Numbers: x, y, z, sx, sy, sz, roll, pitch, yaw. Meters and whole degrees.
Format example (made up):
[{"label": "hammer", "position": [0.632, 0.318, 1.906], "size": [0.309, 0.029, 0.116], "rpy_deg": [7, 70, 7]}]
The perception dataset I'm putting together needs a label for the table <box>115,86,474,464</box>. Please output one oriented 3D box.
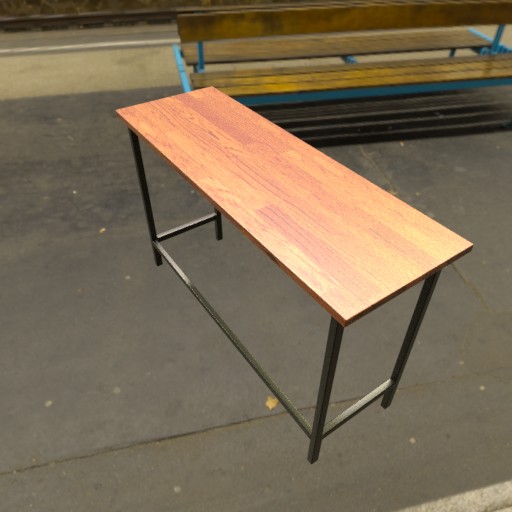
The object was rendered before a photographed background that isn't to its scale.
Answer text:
[{"label": "table", "position": [0.000, 0.000, 1.564], "size": [0.408, 0.740, 1.204], "rpy_deg": [-25, 47, -25]}]
